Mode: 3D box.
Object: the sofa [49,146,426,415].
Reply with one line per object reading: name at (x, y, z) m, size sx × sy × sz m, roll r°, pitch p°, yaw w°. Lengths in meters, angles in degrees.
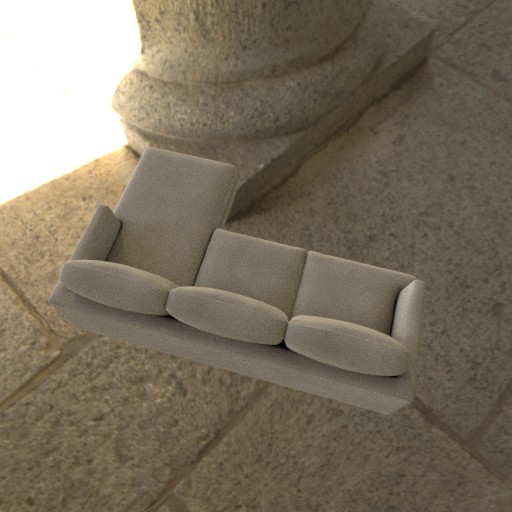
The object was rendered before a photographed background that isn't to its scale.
sofa at (0.000, 0.000, 3.085) m, size 2.233 × 0.956 × 1.504 m, roll 14°, pitch 63°, yaw 7°
